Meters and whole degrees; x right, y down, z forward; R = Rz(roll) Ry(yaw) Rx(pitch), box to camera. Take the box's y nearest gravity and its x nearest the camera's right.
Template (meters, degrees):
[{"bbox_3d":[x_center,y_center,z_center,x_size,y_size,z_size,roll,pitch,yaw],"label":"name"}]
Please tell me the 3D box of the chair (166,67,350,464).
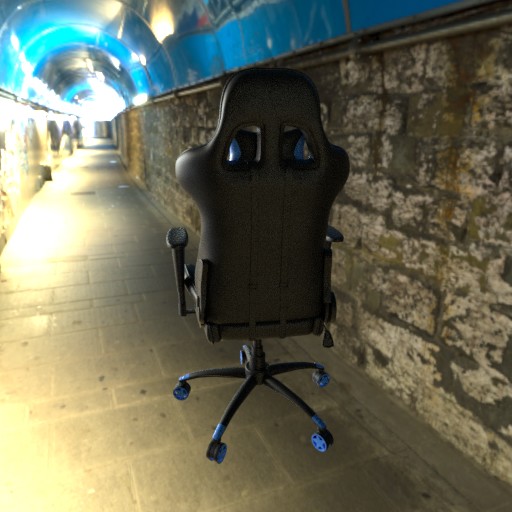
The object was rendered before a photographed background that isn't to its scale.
[{"bbox_3d":[0.000,0.000,1.709,0.695,1.282,0.730,-3,16,-9],"label":"chair"}]
